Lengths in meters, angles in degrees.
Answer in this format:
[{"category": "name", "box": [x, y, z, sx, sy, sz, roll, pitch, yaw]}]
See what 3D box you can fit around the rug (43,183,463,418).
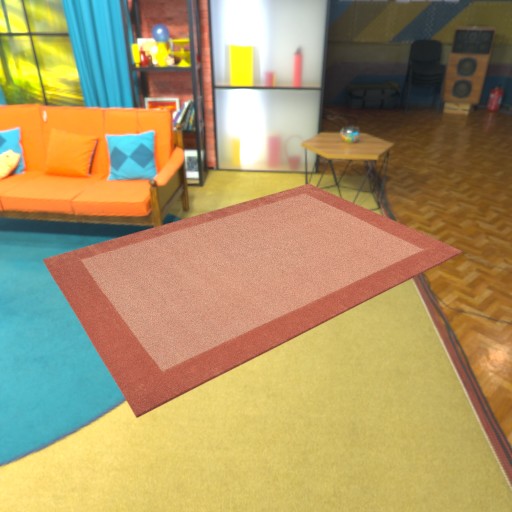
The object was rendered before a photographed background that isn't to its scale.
[{"category": "rug", "box": [0.000, 0.000, 2.314, 1.829, 0.014, 1.219, -20, 36, -30]}]
